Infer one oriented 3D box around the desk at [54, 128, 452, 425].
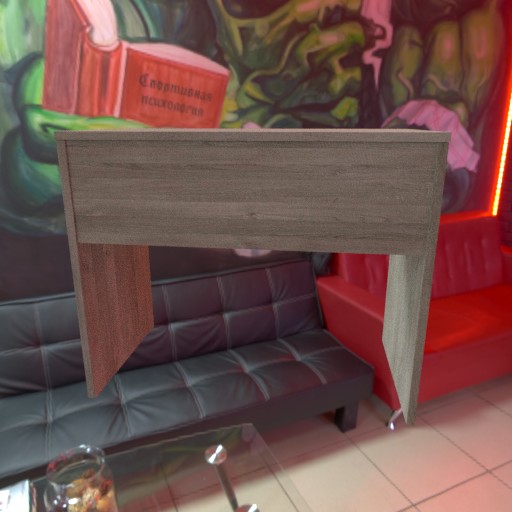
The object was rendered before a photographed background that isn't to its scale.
[{"bbox_3d":[0.000,0.000,1.324,0.893,0.724,0.498,2,17,7],"label":"desk"}]
